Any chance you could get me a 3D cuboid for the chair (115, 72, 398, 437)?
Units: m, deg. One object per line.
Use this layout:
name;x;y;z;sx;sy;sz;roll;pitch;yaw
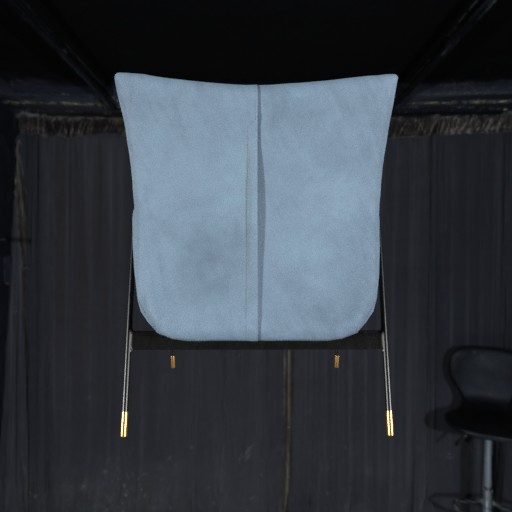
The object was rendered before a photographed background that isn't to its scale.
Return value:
chair;0.000;0.000;1.370;0.678;0.858;0.709;0;0;-1
